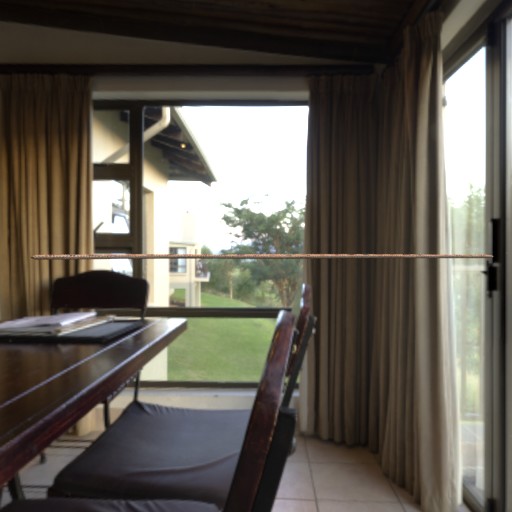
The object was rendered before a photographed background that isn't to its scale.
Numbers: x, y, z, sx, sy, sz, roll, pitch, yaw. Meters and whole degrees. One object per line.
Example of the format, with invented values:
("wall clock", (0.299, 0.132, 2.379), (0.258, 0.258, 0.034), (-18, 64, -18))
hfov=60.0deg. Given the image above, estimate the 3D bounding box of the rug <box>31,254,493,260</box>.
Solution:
("rug", (0.000, 0.000, 2.972), (2.464, 0.023, 1.521), (0, 0, -17))
